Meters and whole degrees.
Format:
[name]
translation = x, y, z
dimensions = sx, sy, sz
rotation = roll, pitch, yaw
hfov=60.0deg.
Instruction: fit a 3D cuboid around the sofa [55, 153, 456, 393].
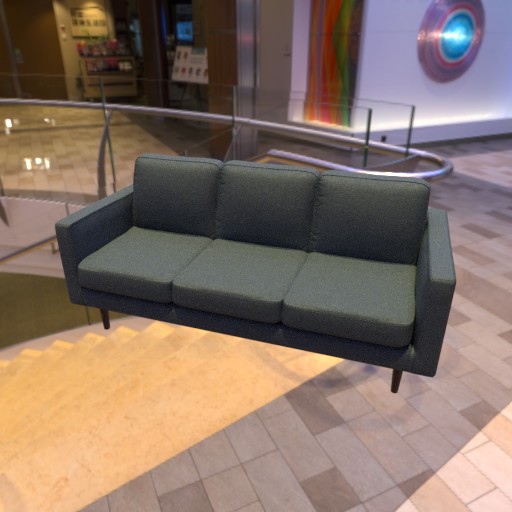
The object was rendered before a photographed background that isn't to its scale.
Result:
[sofa]
translation = 0.000, 0.000, 2.551
dimensions = 2.013, 0.945, 0.935
rotation = 8, 27, 17
